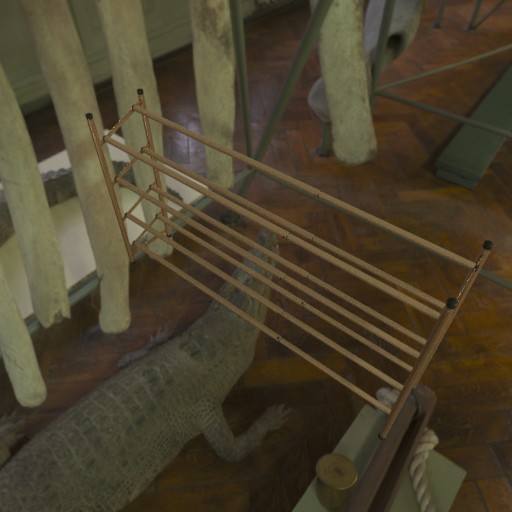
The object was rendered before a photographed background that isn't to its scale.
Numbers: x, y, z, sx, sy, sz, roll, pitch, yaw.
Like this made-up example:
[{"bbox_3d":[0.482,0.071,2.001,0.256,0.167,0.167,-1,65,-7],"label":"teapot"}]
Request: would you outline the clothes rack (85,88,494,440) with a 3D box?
[{"bbox_3d":[0.000,0.000,1.404,1.168,0.672,0.229,30,54,25],"label":"clothes rack"}]
